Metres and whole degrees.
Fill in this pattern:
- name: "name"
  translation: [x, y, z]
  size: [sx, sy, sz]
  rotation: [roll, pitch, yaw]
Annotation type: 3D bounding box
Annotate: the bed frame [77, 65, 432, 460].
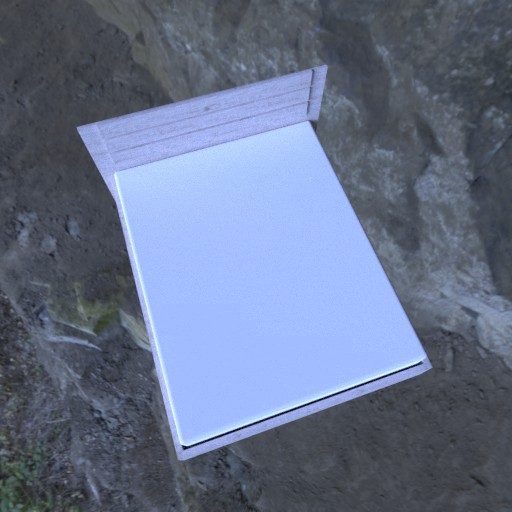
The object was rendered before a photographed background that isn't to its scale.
- name: "bed frame"
  translation: [0.000, 0.000, 2.999]
  size: [1.750, 0.970, 2.080]
  rotation: [-17, 66, -8]
